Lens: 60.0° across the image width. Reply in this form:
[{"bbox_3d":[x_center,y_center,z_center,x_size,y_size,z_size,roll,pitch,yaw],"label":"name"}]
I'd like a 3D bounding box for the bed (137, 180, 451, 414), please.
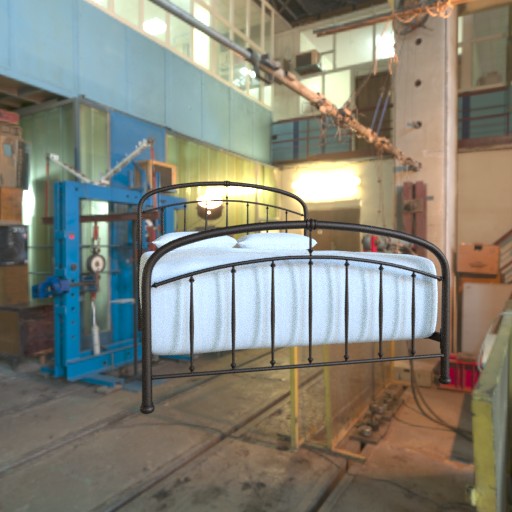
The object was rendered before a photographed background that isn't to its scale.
[{"bbox_3d":[0.000,0.000,3.305,1.711,1.425,2.180,0,1,-15],"label":"bed"}]
